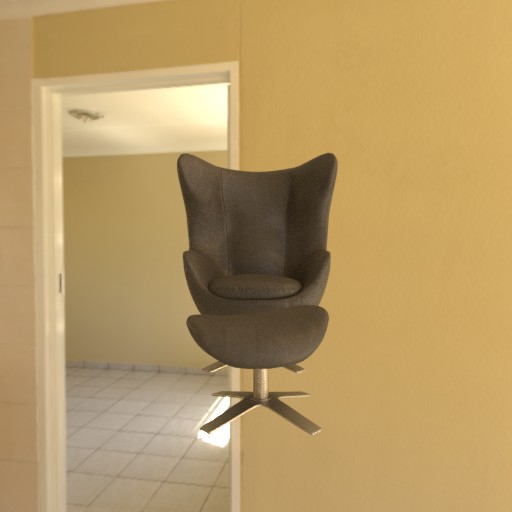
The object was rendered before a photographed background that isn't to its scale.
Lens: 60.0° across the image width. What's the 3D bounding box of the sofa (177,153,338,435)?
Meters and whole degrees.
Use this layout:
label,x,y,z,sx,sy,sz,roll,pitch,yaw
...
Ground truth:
label,x,y,z,sx,sy,sz,roll,pitch,yaw
sofa,0.000,0.000,2.161,0.894,1.135,1.444,0,2,1
